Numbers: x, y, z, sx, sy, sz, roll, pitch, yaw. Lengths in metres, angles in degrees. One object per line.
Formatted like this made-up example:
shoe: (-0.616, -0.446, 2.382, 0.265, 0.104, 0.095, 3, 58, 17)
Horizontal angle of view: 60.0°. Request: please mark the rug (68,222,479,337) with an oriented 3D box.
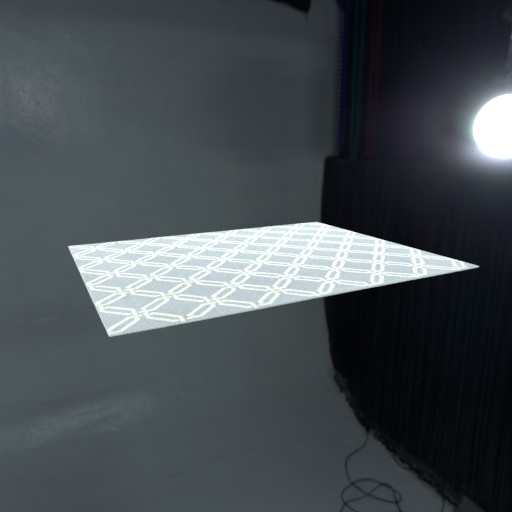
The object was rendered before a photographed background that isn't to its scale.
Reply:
rug: (0.000, 0.000, 3.930, 2.895, 0.018, 2.288, -7, 16, -26)
